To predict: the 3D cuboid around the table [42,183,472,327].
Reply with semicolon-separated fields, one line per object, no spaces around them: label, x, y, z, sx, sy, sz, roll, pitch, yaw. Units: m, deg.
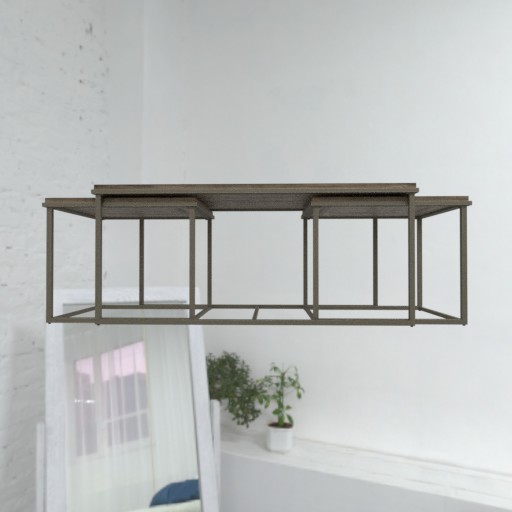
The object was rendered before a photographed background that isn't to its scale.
table;0.000;0.000;1.564;1.312;0.427;0.489;0;-1;2
